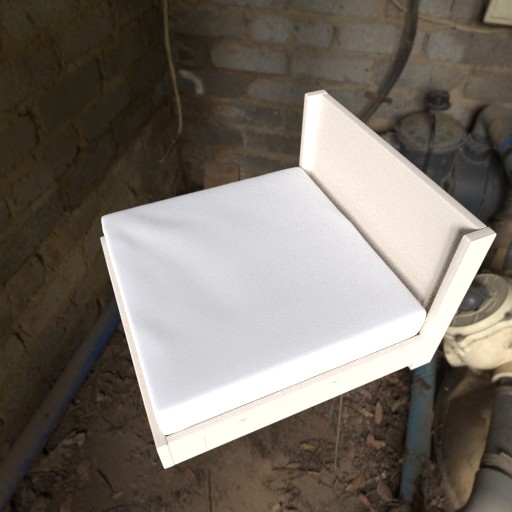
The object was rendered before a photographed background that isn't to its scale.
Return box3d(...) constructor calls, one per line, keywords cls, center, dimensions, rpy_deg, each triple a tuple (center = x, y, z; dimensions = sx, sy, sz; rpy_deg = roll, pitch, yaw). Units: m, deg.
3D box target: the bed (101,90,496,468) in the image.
box3d(cls="bed", center=(0.000, 0.000, 3.584), dimensions=(2.293, 1.471, 2.145), rpy_deg=(-17, 48, -16))
